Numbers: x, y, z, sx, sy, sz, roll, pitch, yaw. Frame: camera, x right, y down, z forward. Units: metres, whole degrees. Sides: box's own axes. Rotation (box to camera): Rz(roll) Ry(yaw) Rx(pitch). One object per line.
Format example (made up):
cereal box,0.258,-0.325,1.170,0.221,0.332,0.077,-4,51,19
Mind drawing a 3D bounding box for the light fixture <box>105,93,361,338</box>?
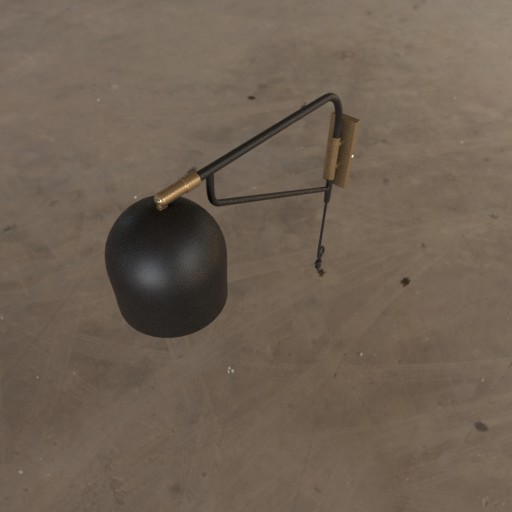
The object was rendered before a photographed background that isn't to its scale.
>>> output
light fixture,0.000,0.000,1.085,0.215,0.696,0.720,32,55,26
